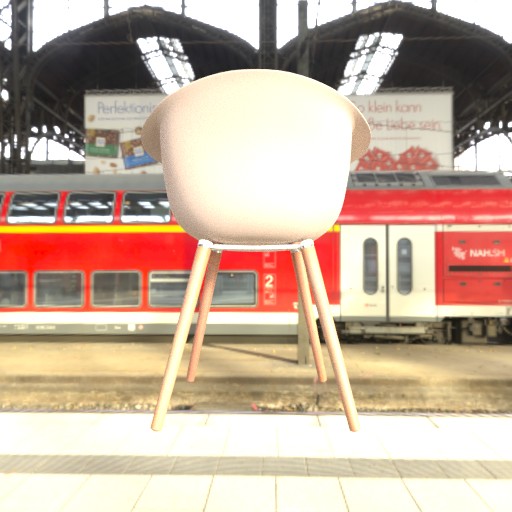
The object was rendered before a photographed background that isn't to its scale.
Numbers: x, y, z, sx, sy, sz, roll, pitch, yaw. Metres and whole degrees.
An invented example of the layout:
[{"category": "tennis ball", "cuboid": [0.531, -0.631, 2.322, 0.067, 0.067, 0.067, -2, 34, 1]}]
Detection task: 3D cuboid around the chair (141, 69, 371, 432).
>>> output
[{"category": "chair", "cuboid": [0.000, 0.000, 1.181, 0.593, 0.781, 0.504, 0, -1, 0]}]
